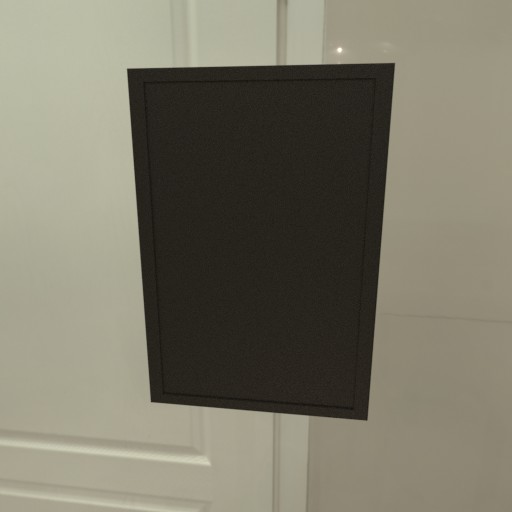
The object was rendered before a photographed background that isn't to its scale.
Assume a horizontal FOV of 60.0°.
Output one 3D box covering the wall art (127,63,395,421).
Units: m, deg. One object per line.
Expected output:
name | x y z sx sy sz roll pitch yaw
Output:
wall art | 0.000 0.000 0.832 0.451 0.661 0.012 2 16 8
